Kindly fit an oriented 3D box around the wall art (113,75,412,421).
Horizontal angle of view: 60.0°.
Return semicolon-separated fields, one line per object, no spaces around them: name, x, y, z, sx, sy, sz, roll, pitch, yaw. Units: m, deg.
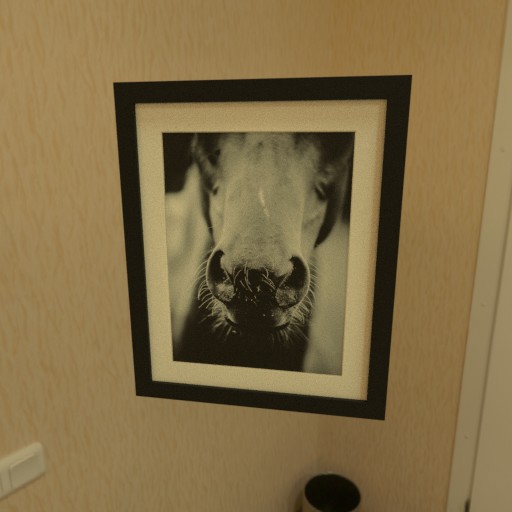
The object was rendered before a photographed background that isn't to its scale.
wall art;0.000;0.000;0.751;0.457;0.559;0.033;2;14;10
